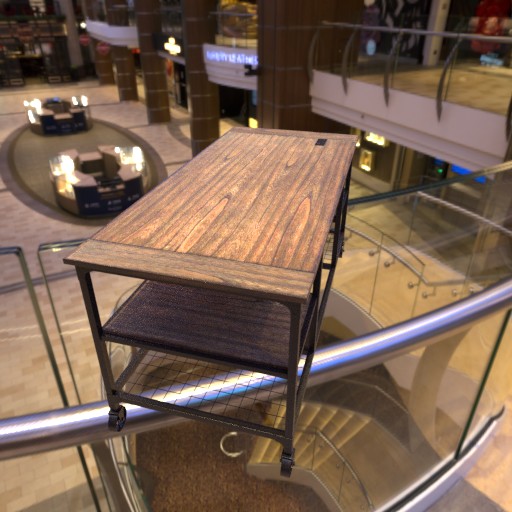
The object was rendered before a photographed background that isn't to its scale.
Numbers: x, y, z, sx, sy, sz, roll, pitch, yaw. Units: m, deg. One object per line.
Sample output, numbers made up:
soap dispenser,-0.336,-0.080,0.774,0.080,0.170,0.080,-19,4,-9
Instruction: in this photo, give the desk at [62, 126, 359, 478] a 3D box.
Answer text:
desk,0.000,0.000,2.023,0.711,0.751,1.590,8,31,14
